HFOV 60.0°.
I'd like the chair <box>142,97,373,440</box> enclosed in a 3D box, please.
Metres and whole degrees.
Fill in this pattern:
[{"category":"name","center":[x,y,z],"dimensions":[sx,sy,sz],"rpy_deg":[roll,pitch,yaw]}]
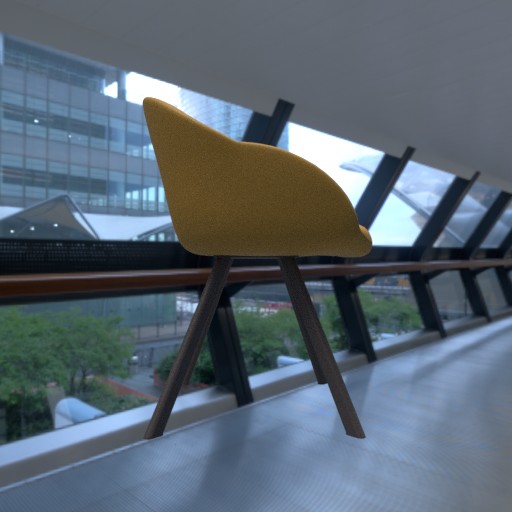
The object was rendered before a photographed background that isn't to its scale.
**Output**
[{"category":"chair","center":[0.000,0.000,1.189],"dimensions":[0.583,0.793,0.551],"rpy_deg":[0,-1,-1]}]
